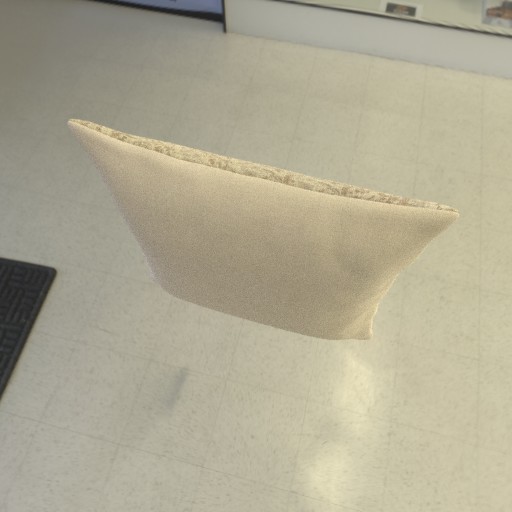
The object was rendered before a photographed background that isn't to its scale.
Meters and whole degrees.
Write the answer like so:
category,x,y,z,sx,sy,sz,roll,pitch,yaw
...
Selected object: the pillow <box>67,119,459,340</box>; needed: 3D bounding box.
category,x,y,z,sx,sy,sz,roll,pitch,yaw
pillow,0.000,0.000,0.783,0.523,0.510,0.166,15,63,8
